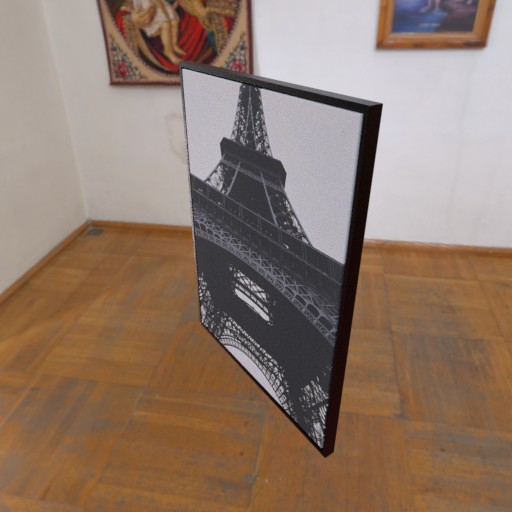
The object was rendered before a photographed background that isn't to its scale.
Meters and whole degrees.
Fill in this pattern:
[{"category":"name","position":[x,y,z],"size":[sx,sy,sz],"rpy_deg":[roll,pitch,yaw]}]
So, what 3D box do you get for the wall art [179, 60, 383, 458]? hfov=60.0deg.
[{"category":"wall art","position":[0.000,0.000,1.405],"size":[0.040,1.062,0.805],"rpy_deg":[-20,36,-30]}]
